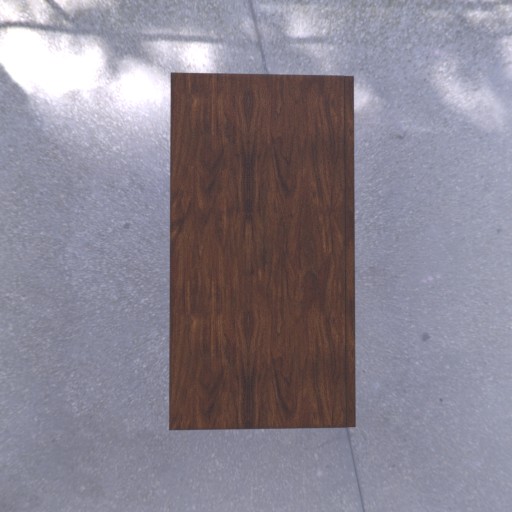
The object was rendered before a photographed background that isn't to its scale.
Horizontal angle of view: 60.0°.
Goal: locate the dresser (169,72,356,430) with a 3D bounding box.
[{"bbox_3d":[0.000,0.000,1.829,0.498,1.365,0.919,0,89,-2],"label":"dresser"}]
